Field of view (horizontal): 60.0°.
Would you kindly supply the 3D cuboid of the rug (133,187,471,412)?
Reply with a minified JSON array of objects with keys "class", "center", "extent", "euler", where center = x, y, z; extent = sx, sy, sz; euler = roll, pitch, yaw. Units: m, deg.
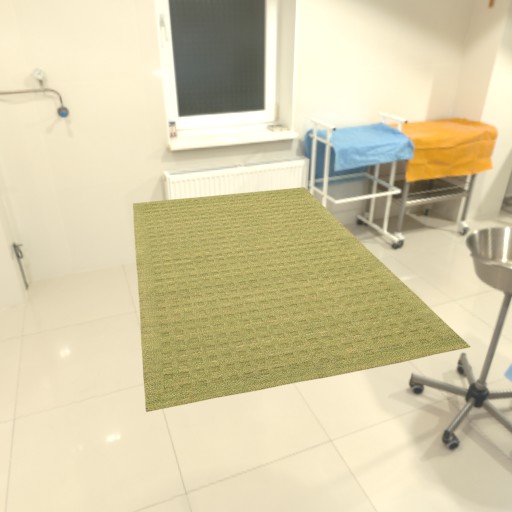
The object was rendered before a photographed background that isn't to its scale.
[{"class":"rug","center":[0.000,0.000,2.919],"extent":[1.529,0.007,2.297],"euler":[-7,30,-13]}]
